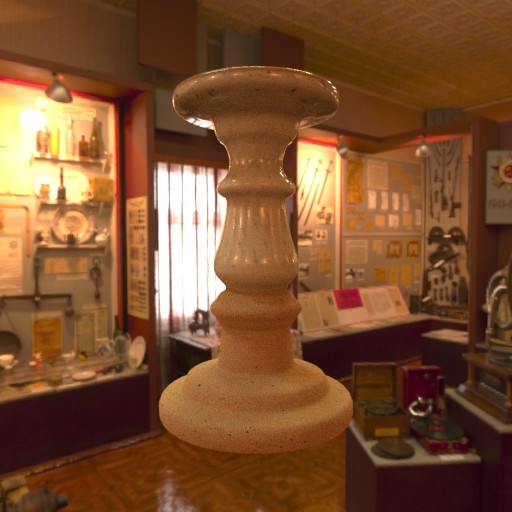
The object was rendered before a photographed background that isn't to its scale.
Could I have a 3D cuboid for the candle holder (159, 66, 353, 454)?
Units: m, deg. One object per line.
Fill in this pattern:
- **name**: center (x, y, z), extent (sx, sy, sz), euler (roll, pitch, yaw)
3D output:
- **candle holder**: center (0.000, 0.000, 0.284), extent (0.123, 0.202, 0.123), euler (0, 2, 0)
